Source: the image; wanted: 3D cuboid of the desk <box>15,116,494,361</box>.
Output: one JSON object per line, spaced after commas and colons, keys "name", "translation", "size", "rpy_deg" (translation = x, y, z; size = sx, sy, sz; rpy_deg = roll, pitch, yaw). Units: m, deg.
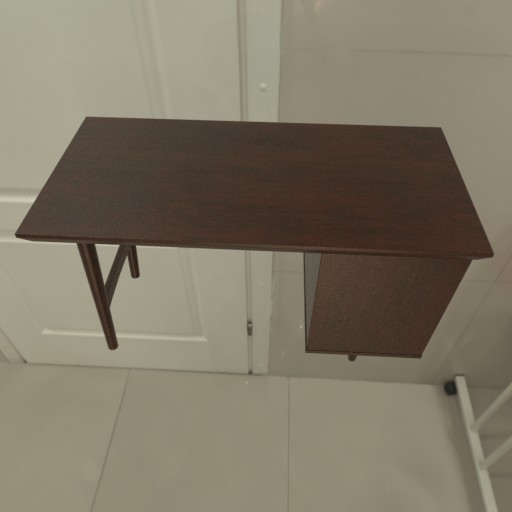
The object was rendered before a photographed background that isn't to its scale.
{"name": "desk", "translation": [0.000, 0.000, 1.661], "size": [1.277, 0.758, 0.612], "rpy_deg": [2, 47, 2]}
